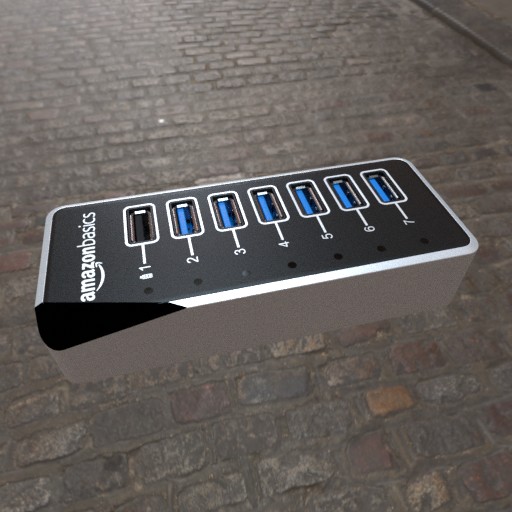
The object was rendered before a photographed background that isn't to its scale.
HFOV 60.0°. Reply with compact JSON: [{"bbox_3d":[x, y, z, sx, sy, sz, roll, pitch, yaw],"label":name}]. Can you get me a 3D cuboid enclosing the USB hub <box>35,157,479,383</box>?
[{"bbox_3d":[0.000,0.000,0.126,0.110,0.023,0.044,-10,47,-9],"label":"USB hub"}]
